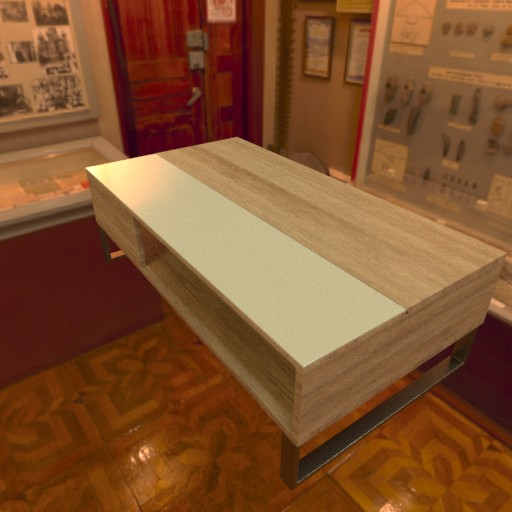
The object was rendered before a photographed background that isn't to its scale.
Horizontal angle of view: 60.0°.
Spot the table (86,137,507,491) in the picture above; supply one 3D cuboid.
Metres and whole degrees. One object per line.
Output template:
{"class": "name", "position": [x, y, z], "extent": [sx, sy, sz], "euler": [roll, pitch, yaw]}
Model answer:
{"class": "table", "position": [0.000, 0.000, 1.318], "extent": [0.600, 0.350, 1.100], "euler": [-20, 37, -30]}
